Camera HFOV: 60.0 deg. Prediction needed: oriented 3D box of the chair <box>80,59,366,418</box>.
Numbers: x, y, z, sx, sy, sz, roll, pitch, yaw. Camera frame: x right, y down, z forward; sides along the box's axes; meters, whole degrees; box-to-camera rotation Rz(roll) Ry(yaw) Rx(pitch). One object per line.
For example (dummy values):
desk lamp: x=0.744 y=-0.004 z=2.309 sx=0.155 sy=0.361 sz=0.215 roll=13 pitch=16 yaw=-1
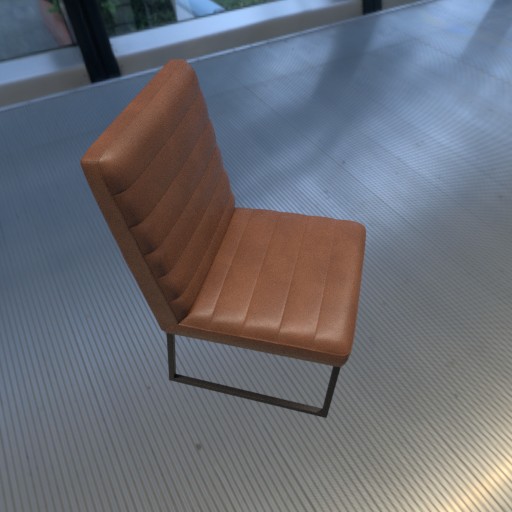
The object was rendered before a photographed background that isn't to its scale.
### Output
chair: x=0.000 y=0.000 z=1.328 sx=0.634 sy=0.930 sz=0.520 roll=10 pitch=48 yaw=10
